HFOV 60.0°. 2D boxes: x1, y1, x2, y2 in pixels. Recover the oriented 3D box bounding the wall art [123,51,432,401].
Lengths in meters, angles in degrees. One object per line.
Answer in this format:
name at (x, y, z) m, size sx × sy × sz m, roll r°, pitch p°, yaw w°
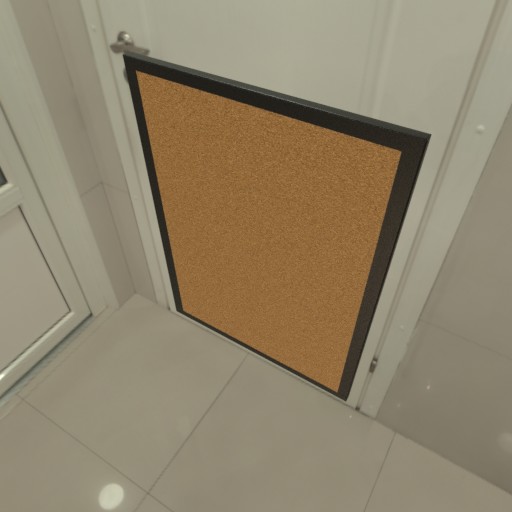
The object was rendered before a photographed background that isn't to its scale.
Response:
wall art at (0.000, 0.000, 0.844) m, size 0.480 × 0.657 × 0.016 m, roll 24°, pitch 50°, yaw 21°
